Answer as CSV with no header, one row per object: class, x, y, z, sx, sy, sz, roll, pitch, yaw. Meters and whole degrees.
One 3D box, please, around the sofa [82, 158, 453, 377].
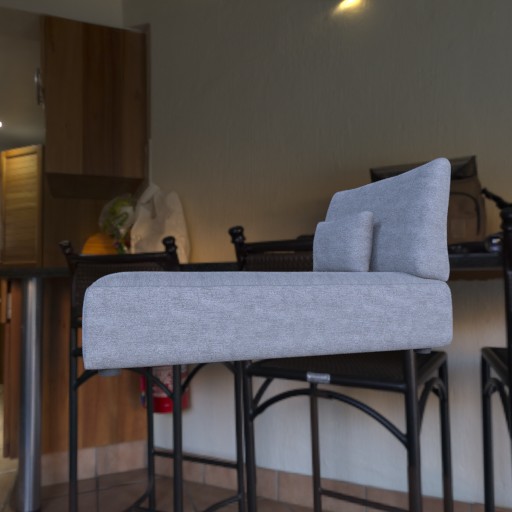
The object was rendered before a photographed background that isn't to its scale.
sofa,0.000,0.000,2.027,1.450,0.820,0.930,1,-2,-19
